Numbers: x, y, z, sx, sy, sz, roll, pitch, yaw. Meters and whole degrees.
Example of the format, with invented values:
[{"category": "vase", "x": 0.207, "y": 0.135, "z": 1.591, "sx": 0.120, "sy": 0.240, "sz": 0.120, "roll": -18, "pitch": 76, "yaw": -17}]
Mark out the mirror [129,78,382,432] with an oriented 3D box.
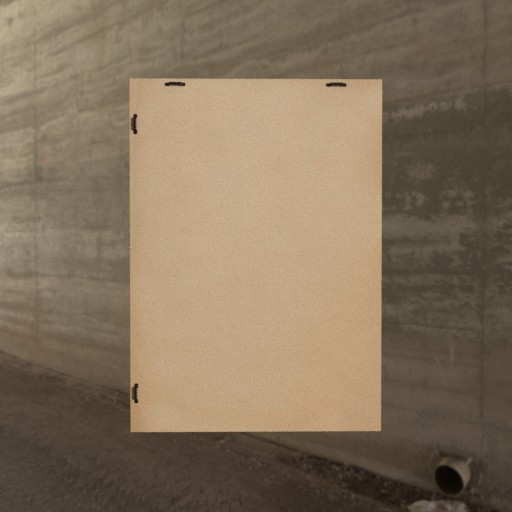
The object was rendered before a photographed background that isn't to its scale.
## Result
[{"category": "mirror", "x": 0.000, "y": 0.000, "z": 0.907, "sx": 0.507, "sy": 0.710, "sz": 0.040, "roll": 0, "pitch": 1, "yaw": -1}]
